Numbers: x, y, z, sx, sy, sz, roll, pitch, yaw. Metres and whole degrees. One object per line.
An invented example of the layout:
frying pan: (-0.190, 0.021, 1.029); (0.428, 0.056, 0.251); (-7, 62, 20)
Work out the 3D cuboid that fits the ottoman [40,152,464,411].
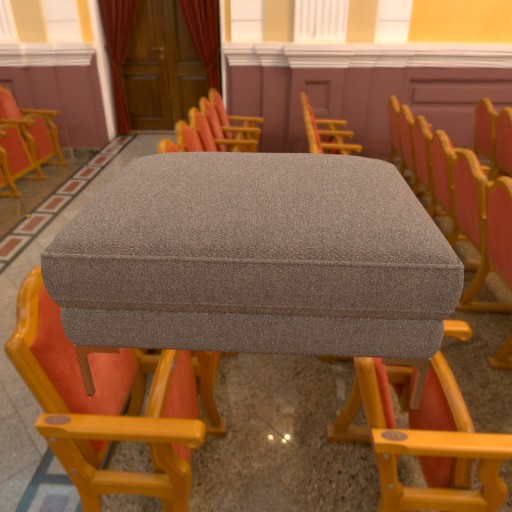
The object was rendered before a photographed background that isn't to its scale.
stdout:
ottoman: (0.000, 0.000, 1.121); (0.785, 0.464, 0.583); (2, 29, 3)
